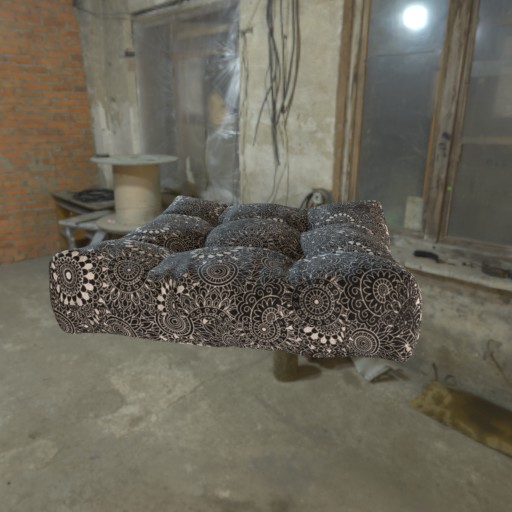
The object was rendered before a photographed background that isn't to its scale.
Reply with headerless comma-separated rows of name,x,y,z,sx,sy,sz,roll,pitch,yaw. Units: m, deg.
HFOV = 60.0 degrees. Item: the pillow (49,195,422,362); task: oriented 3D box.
pillow,0.000,0.000,0.745,0.468,0.128,0.490,3,17,9
